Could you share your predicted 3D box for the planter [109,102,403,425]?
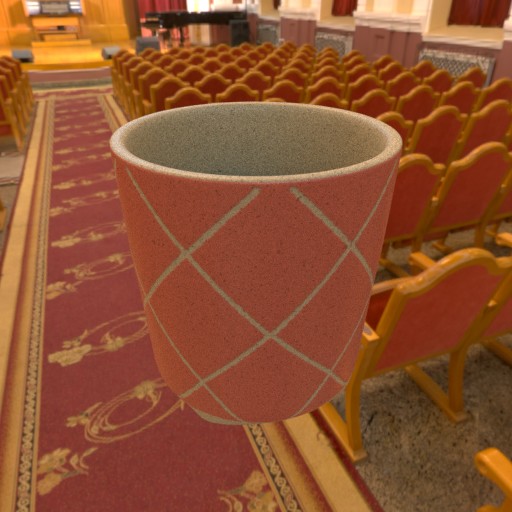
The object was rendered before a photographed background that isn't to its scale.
[{"bbox_3d":[0.000,0.000,0.415,0.227,0.235,0.227,0,30,0],"label":"planter"}]
